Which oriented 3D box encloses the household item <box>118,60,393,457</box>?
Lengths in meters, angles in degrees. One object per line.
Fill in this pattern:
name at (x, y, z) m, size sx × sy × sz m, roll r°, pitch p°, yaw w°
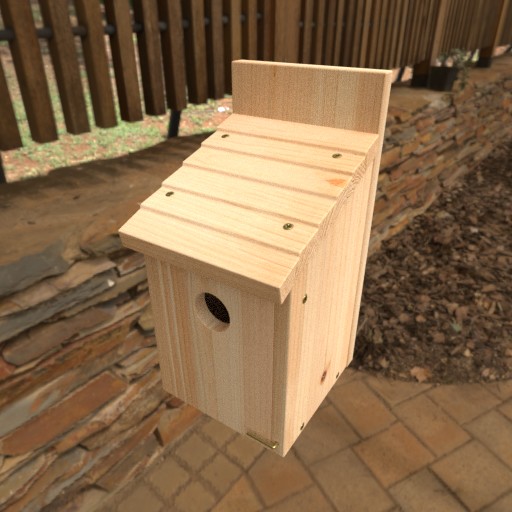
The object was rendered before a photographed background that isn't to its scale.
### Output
household item at (0.000, 0.000, 0.395) m, size 0.149 × 0.300 × 0.171 m, roll 18°, pitch 34°, yaw 29°
